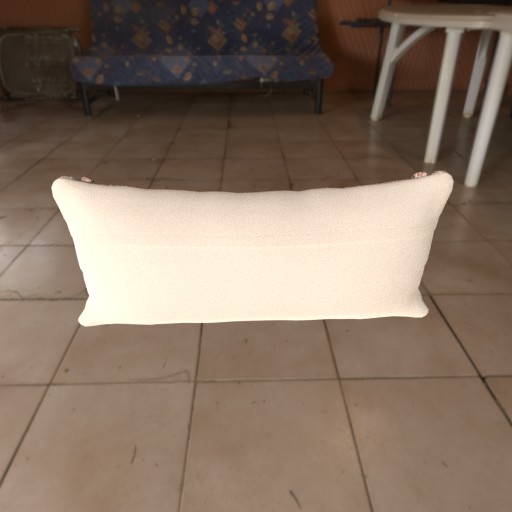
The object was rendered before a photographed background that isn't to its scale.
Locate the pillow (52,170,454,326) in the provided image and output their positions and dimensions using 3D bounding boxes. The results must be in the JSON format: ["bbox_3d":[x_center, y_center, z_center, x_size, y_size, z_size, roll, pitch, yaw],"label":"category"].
[{"bbox_3d":[0.000,0.000,0.737,0.635,0.282,0.139,-1,30,-2],"label":"pillow"}]
